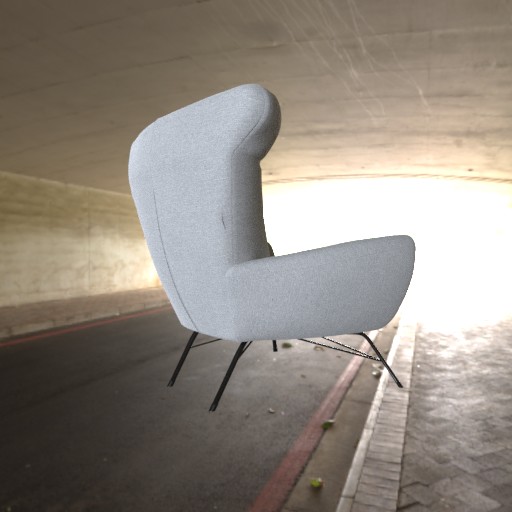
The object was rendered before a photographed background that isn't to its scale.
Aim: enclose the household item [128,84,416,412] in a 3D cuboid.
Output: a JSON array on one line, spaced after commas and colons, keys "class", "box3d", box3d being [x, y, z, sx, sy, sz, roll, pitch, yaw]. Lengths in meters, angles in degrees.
[{"class": "household item", "box3d": [0.000, 0.000, 1.818, 0.900, 1.050, 0.980, 0, 1, -37]}]
